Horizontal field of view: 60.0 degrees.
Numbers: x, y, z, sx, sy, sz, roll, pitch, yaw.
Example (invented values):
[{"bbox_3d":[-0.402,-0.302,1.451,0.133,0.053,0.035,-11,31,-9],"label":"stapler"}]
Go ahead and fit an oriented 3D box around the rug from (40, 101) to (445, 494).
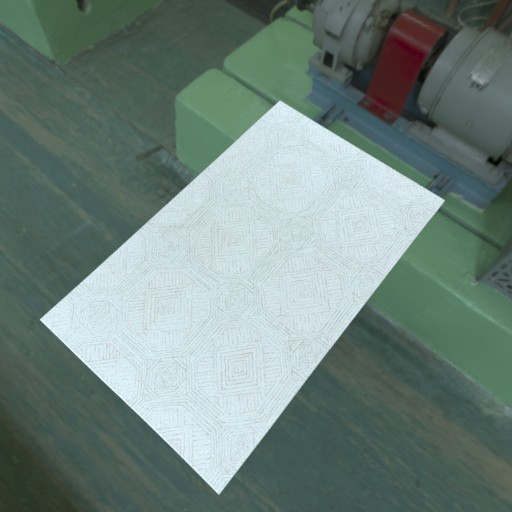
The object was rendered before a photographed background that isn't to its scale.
[{"bbox_3d":[0.000,0.000,3.002,1.524,0.008,2.440,37,69,17],"label":"rug"}]
